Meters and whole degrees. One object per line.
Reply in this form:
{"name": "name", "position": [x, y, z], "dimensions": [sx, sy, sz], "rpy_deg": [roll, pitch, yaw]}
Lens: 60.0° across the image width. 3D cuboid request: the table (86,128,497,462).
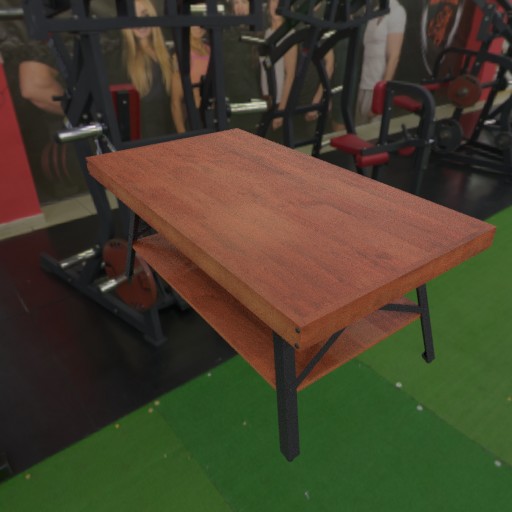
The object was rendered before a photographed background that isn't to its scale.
{"name": "table", "position": [0.000, 0.000, 1.362], "dimensions": [0.610, 0.457, 1.067], "rpy_deg": [-21, 37, -31]}
